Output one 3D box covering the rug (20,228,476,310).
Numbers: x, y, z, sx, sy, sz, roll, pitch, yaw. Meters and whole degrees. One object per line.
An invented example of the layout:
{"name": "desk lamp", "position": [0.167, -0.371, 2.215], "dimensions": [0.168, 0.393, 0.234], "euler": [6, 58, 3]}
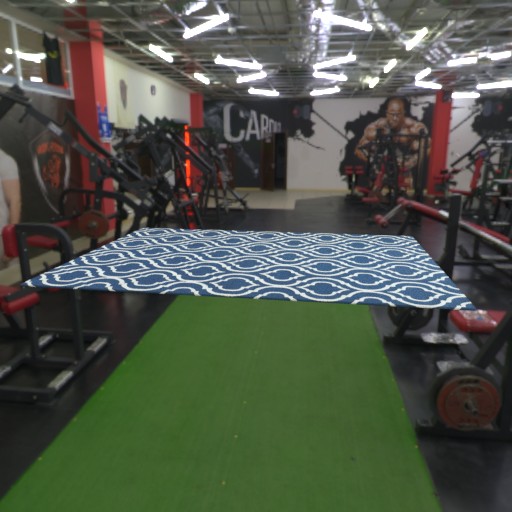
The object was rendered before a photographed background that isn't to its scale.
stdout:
{"name": "rug", "position": [0.000, 0.000, 2.763], "dimensions": [2.134, 0.010, 1.524], "euler": [2, 15, 9]}
